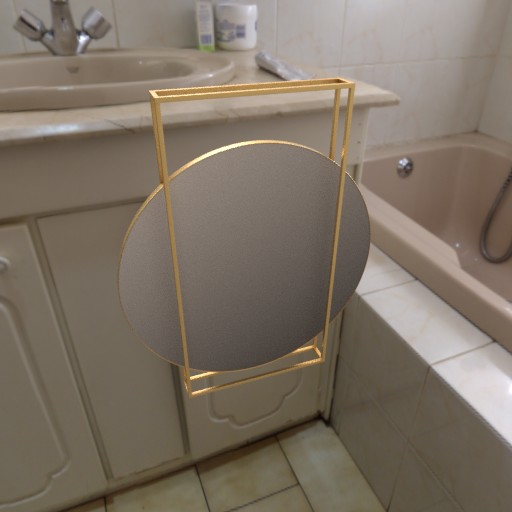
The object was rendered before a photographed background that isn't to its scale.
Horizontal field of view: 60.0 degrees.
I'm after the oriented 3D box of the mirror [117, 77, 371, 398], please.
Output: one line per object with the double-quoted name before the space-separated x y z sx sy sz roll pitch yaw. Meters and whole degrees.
"mirror" 0.000 0.000 0.830 0.508 0.603 0.051 -11 33 -17
